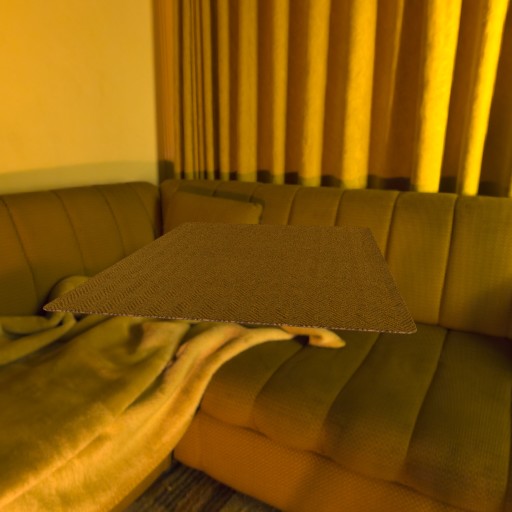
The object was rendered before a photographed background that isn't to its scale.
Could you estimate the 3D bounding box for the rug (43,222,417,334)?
[{"bbox_3d":[0.000,0.000,4.313,2.439,0.014,3.207,2,15,9],"label":"rug"}]
